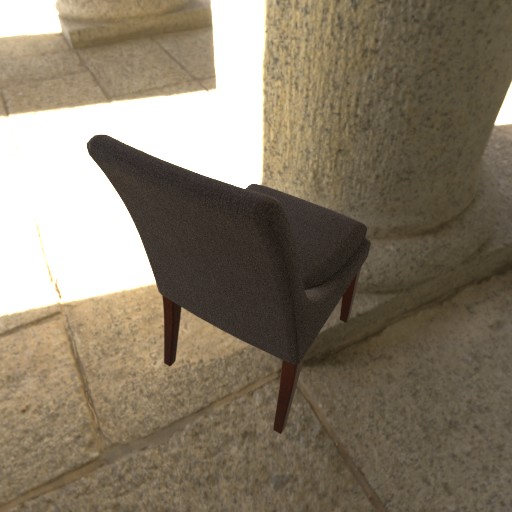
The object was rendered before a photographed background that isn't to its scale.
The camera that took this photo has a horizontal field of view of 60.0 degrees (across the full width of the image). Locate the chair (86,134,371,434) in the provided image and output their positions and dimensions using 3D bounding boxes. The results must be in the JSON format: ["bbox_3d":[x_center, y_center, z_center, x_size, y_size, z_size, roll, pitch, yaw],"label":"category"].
[{"bbox_3d":[0.000,0.000,1.329,0.508,0.952,0.655,24,49,23],"label":"chair"}]
